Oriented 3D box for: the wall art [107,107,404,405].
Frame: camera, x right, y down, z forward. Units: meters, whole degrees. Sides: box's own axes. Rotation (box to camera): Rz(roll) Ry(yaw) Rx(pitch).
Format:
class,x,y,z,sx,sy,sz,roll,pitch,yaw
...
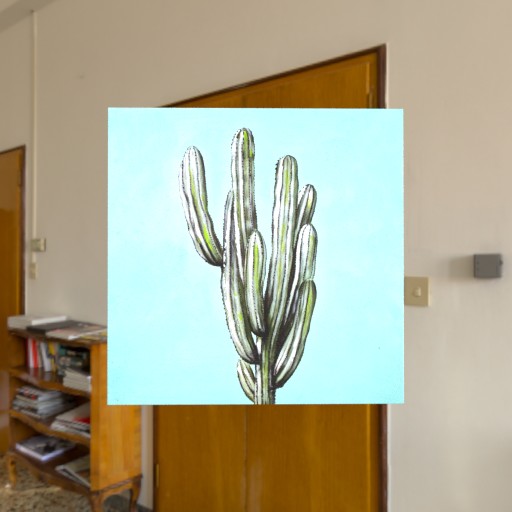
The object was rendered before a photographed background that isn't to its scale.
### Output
class,x,y,z,sx,sy,sz,roll,pitch,yaw
wall art,0.000,0.000,0.920,0.603,0.603,0.036,0,0,-1
